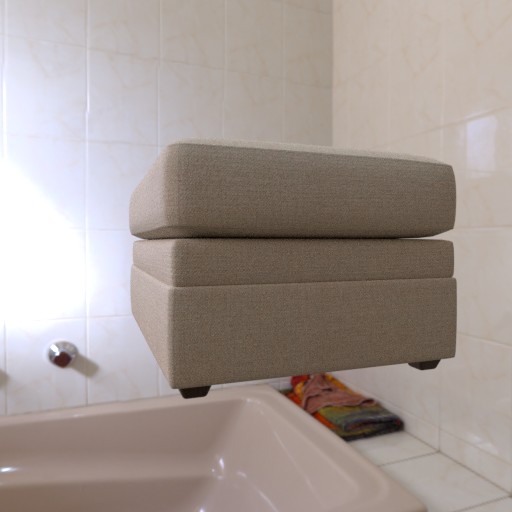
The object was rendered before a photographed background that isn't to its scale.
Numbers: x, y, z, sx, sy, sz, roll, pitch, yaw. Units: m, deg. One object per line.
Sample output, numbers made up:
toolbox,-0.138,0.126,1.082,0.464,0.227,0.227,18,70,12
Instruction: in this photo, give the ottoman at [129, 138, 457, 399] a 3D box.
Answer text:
ottoman,0.000,0.000,1.232,0.637,0.478,0.885,-1,2,-20
